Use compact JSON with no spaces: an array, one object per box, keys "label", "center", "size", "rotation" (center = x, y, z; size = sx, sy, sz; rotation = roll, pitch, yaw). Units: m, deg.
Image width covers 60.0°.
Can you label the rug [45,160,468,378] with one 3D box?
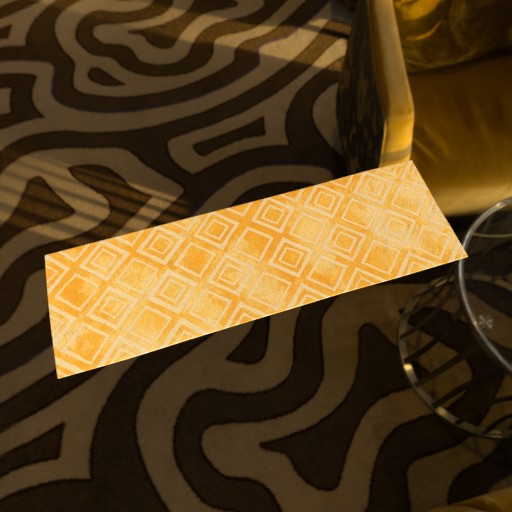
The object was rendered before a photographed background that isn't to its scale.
[{"label":"rug","center":[0.000,0.000,2.663],"size":[2.438,0.010,0.775],"rotation":[-15,64,-8]}]
